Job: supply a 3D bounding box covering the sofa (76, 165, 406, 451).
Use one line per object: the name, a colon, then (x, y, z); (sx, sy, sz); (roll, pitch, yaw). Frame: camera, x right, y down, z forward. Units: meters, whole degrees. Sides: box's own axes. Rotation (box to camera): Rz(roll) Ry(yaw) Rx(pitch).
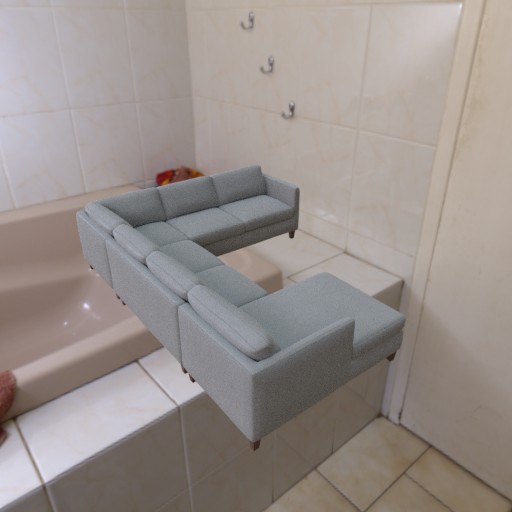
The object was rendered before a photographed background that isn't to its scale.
sofa: (0.000, 0.000, 4.503); (2.551, 0.853, 3.238); (-20, 34, -33)
